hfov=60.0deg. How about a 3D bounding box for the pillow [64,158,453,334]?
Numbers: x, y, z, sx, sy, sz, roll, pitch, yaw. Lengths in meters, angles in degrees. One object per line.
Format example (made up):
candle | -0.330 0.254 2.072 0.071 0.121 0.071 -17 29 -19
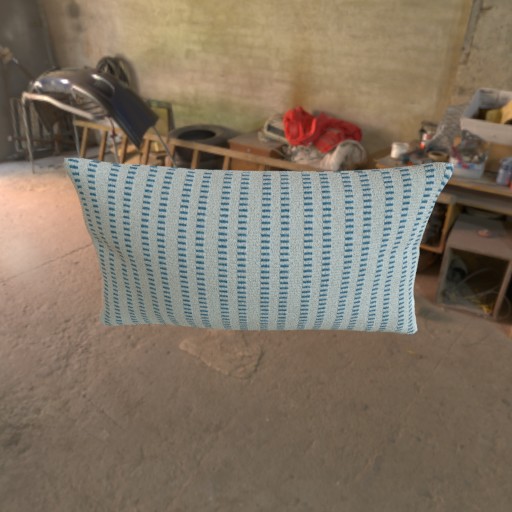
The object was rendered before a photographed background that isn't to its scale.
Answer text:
pillow | 0.000 0.000 0.797 0.640 0.353 0.210 1 31 2
